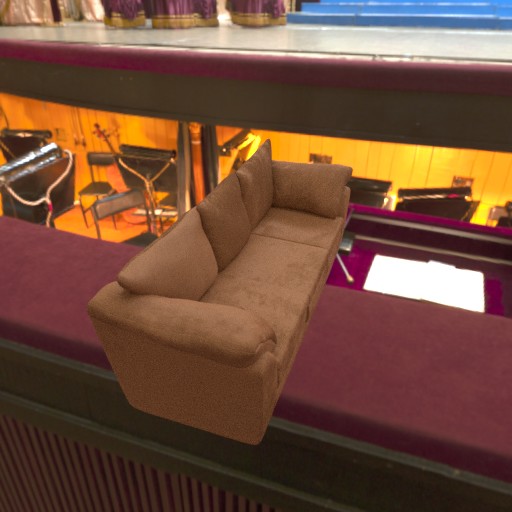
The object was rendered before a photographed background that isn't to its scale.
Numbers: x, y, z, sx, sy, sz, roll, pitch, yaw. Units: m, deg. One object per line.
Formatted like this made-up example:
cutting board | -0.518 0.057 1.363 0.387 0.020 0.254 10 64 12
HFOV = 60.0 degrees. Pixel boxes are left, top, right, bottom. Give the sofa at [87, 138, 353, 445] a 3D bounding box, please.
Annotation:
sofa | 0.000 0.000 2.947 0.893 0.981 2.377 10 32 17
